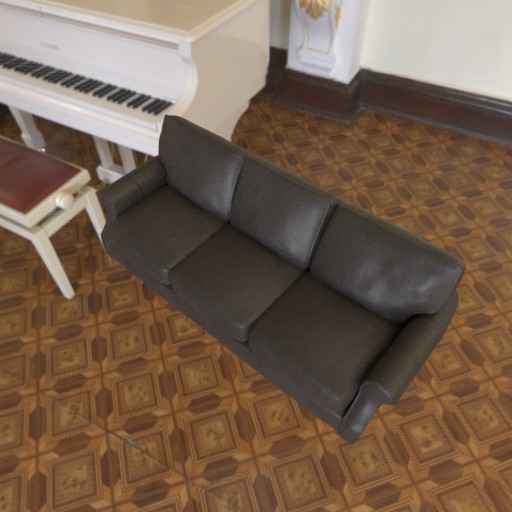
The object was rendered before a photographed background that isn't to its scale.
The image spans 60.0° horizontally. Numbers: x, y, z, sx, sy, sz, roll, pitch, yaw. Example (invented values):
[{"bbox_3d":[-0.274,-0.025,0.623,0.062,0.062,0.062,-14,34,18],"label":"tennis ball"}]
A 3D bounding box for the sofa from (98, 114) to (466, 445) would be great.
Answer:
[{"bbox_3d":[0.000,0.000,2.886,2.387,0.977,0.974,32,56,26],"label":"sofa"}]
